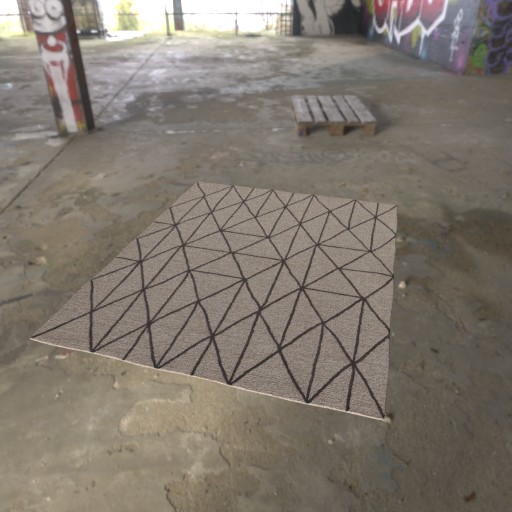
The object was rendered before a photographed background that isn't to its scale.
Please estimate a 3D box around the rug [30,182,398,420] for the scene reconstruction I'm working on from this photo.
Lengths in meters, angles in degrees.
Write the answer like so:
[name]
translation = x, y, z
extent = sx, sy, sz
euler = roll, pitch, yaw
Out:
[rug]
translation = 0.000, 0.000, 4.081
extent = 2.468, 0.022, 3.061
euler = 9, 33, 14
